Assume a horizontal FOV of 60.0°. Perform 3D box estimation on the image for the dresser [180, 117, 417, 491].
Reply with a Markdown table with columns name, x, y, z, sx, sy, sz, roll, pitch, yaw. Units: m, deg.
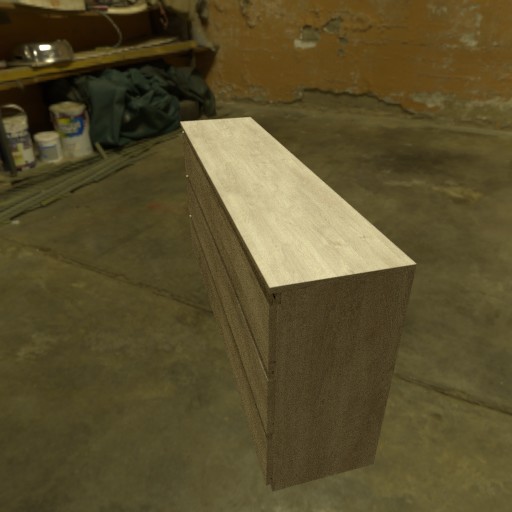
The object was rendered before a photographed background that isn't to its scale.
| name | x | y | z | sx | sy | sz | roll | pitch | yaw |
| --- | --- | --- | --- | --- | --- | --- | --- | --- | --- |
| dresser | 0.000 | 0.000 | 1.912 | 0.390 | 0.795 | 1.590 | -8 | 32 | -14 |
